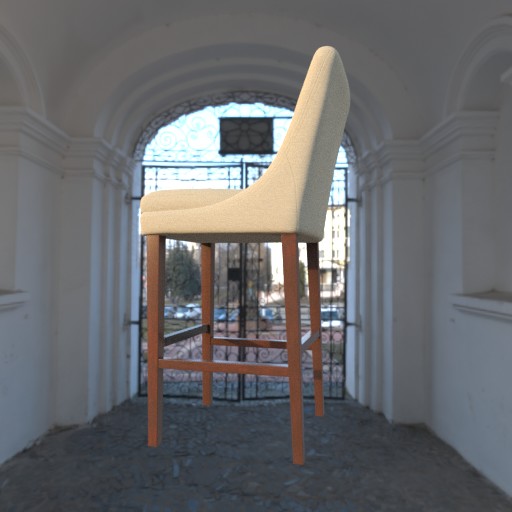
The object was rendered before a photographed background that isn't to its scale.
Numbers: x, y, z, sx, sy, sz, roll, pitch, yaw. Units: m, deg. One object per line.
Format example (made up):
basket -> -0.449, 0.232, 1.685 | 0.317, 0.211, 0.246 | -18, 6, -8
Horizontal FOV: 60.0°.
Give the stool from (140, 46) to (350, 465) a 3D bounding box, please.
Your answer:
stool -> 0.000, 0.000, 1.390 | 0.577, 1.078, 0.470 | 0, -2, 16
